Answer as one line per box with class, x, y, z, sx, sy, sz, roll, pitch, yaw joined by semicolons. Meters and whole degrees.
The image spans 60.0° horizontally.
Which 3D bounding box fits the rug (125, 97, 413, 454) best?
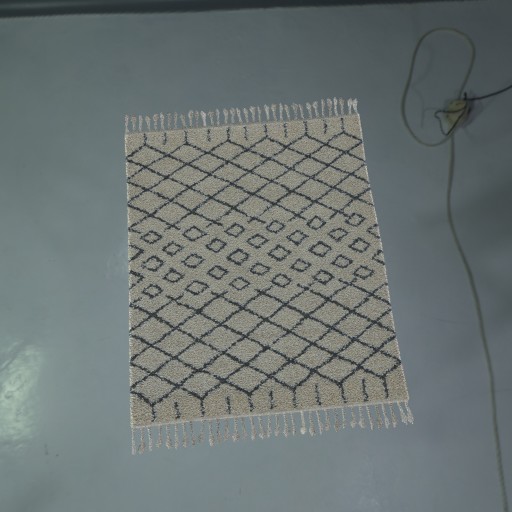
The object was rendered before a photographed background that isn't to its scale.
rug;0.000;0.000;4.130;2.388;0.030;3.213;-5;75;-1
